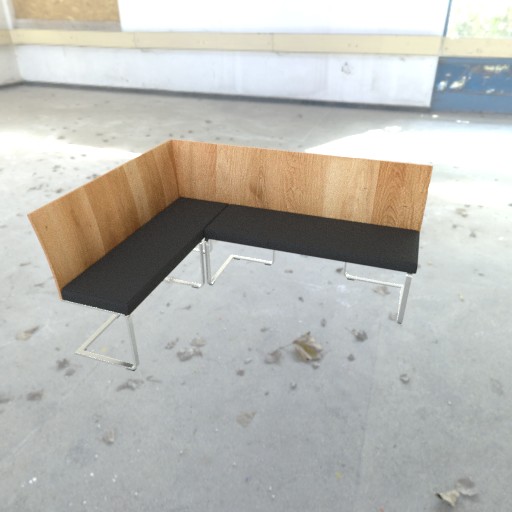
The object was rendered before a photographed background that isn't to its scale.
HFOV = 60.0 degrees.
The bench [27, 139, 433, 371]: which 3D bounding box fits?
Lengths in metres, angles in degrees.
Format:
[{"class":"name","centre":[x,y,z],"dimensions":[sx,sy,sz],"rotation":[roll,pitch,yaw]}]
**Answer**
[{"class":"bench","centre":[0.000,0.000,2.815],"dimensions":[1.945,0.930,1.495],"rotation":[10,32,17]}]
